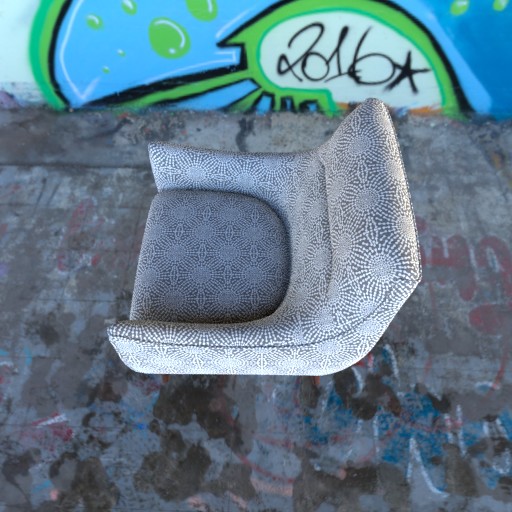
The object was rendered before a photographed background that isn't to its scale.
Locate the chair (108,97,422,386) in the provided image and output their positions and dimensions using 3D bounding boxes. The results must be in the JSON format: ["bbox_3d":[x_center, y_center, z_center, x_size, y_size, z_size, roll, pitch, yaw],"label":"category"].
[{"bbox_3d":[0.000,0.000,1.480,0.787,0.838,0.762,1,57,1],"label":"chair"}]
